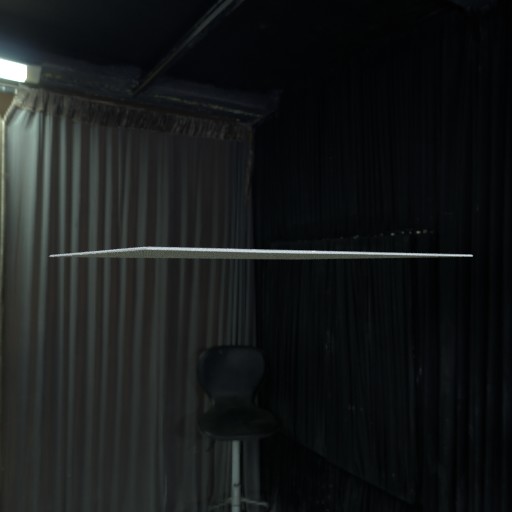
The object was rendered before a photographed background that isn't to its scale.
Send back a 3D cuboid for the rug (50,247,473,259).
[{"bbox_3d":[0.000,0.000,3.857,2.895,0.018,2.288,1,-1,-35],"label":"rug"}]
